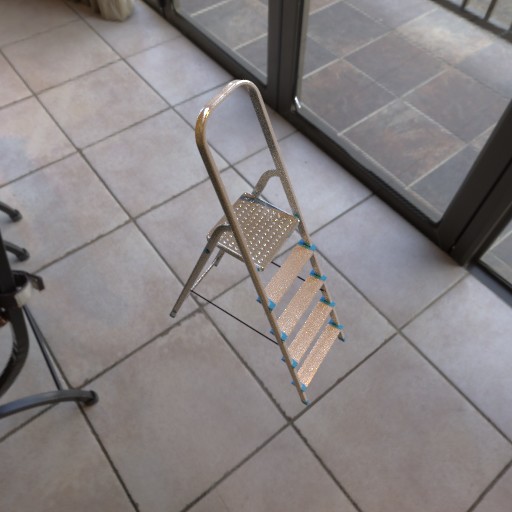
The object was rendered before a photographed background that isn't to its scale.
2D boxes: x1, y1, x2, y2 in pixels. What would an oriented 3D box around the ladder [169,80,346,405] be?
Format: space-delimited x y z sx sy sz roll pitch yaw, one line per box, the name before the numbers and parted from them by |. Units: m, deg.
ladder | 0.000 0.000 2.010 0.990 1.648 0.468 29 63 17
